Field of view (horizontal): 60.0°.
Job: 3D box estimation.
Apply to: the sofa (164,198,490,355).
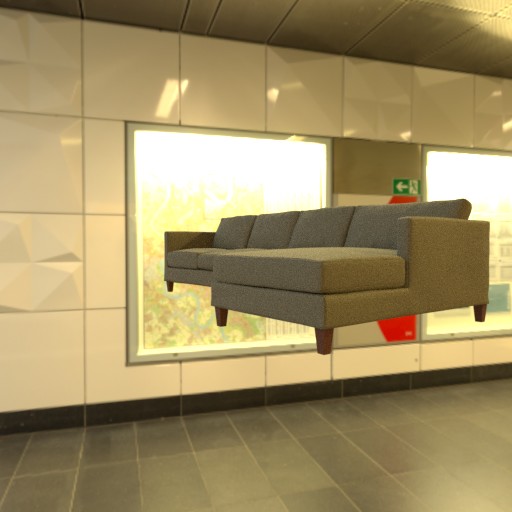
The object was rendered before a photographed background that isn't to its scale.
[{"bbox_3d":[0.000,0.000,3.797,1.625,0.861,3.186,-1,2,-37],"label":"sofa"}]
